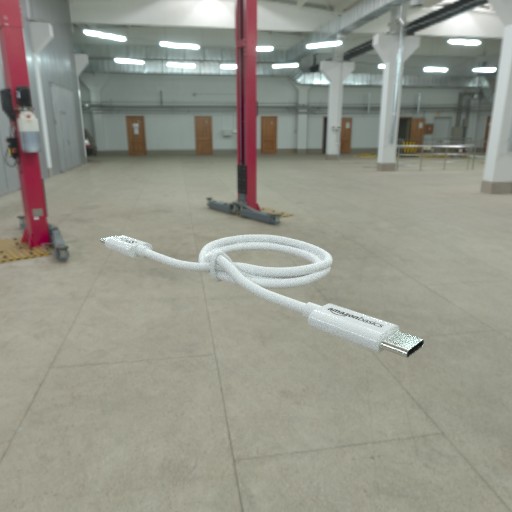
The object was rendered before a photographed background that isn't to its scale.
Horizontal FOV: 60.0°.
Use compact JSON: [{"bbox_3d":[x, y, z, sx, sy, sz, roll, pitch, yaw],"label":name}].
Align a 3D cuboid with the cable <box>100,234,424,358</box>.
[{"bbox_3d":[0.000,0.000,0.210,0.186,0.014,0.070,15,22,43],"label":"cable"}]
